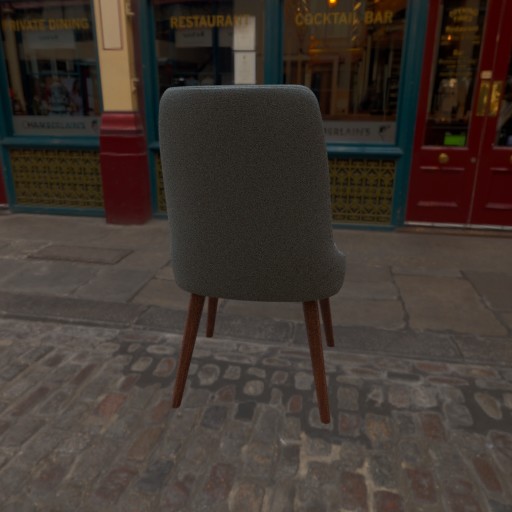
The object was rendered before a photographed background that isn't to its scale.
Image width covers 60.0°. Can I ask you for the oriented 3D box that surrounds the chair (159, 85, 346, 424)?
[{"bbox_3d":[0.000,0.000,1.334,0.535,0.918,0.707,3,17,9],"label":"chair"}]
